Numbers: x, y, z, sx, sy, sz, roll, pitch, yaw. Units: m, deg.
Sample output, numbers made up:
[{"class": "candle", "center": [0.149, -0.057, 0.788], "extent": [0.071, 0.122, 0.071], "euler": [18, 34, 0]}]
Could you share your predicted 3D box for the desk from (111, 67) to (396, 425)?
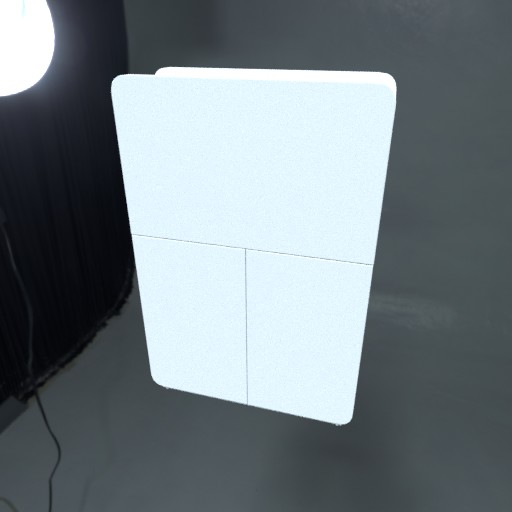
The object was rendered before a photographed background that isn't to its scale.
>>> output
[{"class": "desk", "center": [0.000, 0.000, 1.556], "extent": [0.795, 1.190, 0.278], "euler": [7, 28, 14]}]
